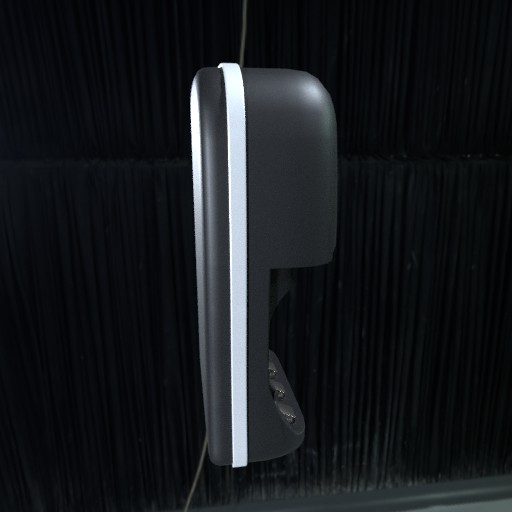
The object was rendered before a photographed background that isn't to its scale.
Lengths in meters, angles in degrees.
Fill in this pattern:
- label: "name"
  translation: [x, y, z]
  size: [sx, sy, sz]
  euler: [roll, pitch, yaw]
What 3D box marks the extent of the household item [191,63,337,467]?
- label: "household item"
  translation: [0.000, 0.000, 0.148]
  size: [0.038, 0.114, 0.070]
  euler: [-3, 16, -9]
